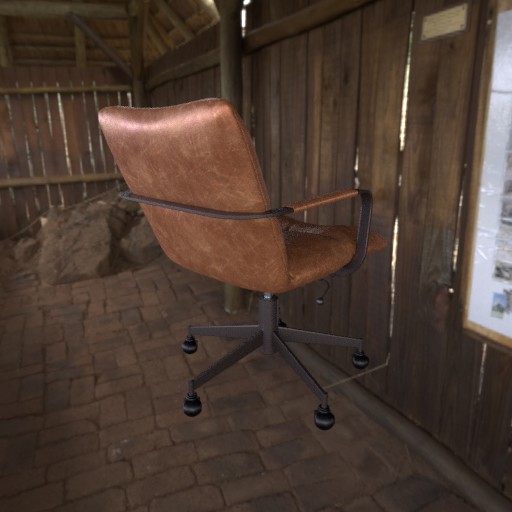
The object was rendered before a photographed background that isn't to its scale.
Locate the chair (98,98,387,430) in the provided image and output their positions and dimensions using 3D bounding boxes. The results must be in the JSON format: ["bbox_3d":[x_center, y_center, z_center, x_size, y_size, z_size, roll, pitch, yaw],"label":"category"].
[{"bbox_3d":[0.000,0.000,1.450,0.754,0.922,0.727,-15,21,-43],"label":"chair"}]
